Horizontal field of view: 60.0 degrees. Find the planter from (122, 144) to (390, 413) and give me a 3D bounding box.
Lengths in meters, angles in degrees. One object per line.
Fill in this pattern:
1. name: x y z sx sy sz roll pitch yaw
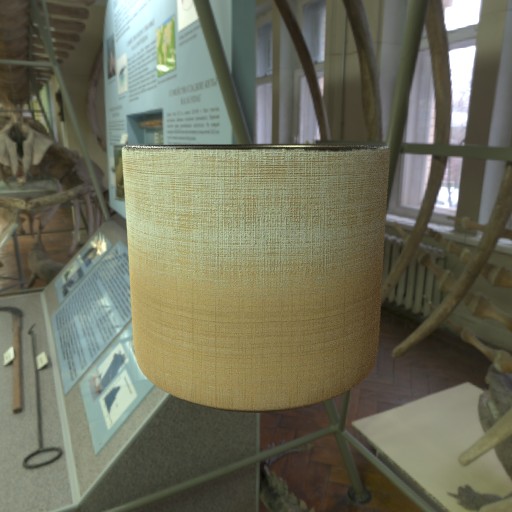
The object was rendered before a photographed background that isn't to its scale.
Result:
1. planter: 0.000 0.000 0.455 0.254 0.221 0.254 0 15 0
